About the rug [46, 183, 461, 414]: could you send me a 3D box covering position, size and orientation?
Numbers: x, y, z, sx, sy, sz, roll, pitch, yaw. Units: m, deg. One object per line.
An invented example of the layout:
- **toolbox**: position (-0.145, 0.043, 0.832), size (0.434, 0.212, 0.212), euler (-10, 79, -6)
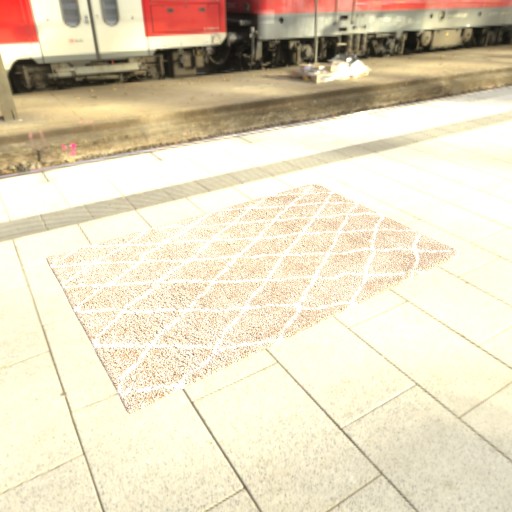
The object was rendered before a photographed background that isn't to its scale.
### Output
- **rug**: position (0.000, 0.000, 3.474), size (2.743, 0.030, 1.778), euler (-19, 36, -29)
